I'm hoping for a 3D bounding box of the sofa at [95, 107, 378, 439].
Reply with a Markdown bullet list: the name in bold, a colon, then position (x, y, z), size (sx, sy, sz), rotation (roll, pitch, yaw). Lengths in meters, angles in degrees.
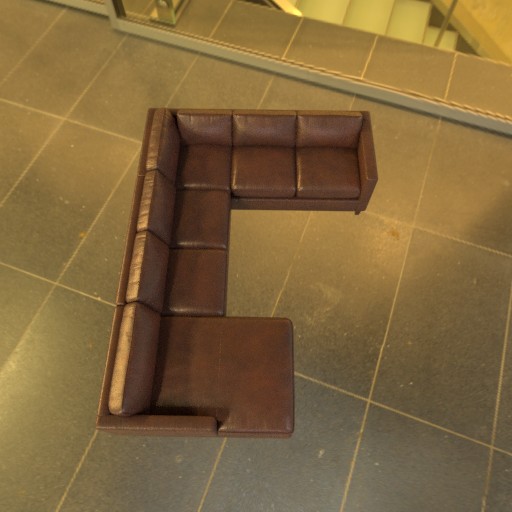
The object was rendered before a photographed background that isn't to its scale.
- **sofa**: position (0.000, 0.000, 4.408), size (2.452, 0.891, 3.324), rotation (1, 64, 0)
